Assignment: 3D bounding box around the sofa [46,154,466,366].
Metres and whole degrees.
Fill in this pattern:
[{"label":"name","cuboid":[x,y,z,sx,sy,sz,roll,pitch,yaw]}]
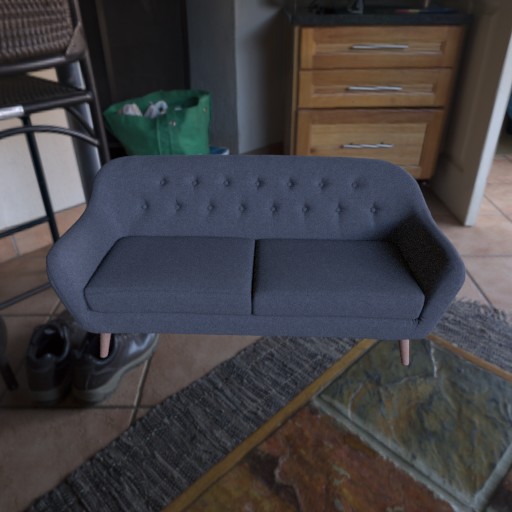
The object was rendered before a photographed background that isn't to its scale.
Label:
[{"label":"sofa","cuboid":[0.000,0.000,2.290,1.840,0.820,0.820,1,31,2]}]
